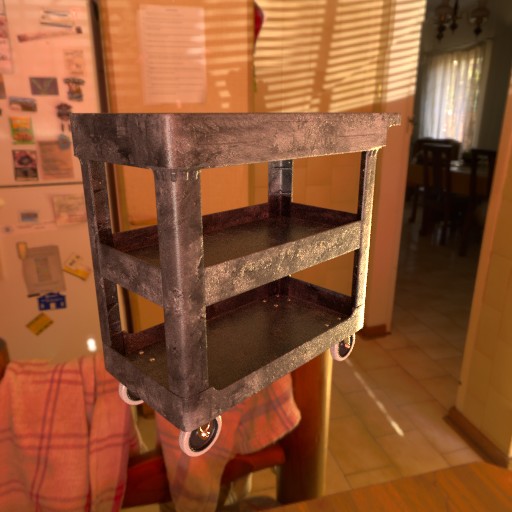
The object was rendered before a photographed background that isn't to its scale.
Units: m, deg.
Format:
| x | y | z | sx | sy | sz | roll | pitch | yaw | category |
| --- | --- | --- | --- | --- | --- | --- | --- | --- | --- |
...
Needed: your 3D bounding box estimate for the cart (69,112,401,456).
| x | y | z | sx | sy | sz | roll | pitch | yaw | category |
| --- | --- | --- | --- | --- | --- | --- | --- | --- | --- |
| 0.000 | 0.000 | 1.340 | 0.420 | 0.824 | 0.877 | 17 | 25 | 42 | cart |
